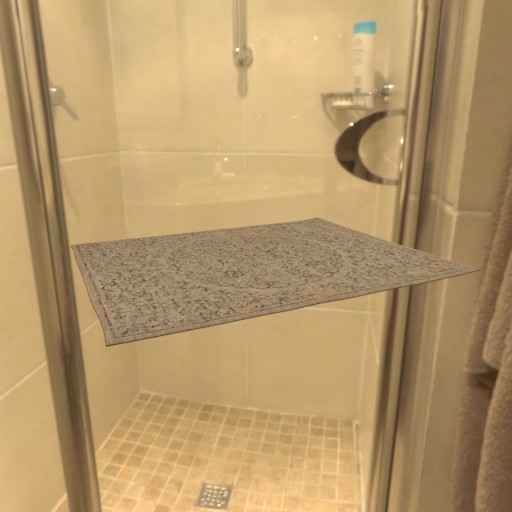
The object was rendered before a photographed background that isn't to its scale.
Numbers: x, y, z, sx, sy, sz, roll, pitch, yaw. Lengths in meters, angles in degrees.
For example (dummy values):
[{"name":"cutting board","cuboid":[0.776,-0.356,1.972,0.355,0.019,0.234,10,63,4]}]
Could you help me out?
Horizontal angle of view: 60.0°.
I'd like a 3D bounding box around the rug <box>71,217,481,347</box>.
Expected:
[{"name":"rug","cuboid":[0.000,0.000,3.977,2.925,0.026,2.343,-8,18,-25]}]
